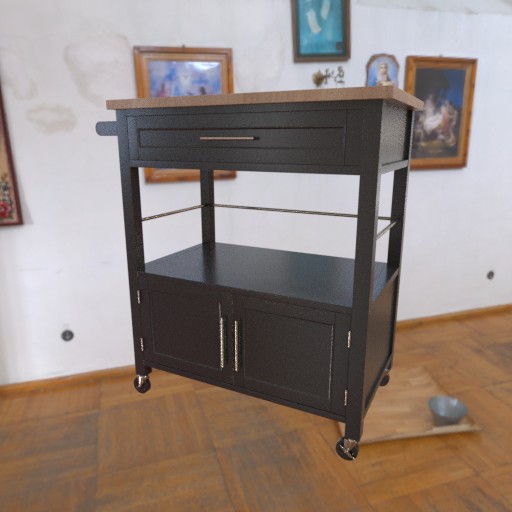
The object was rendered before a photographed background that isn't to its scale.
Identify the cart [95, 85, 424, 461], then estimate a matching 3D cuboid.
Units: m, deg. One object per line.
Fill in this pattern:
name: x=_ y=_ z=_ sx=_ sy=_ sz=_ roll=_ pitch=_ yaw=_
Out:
cart: x=0.000 y=0.000 z=1.364 sx=0.840 sy=0.901 sz=0.459 roll=7 pitch=16 yaw=26
